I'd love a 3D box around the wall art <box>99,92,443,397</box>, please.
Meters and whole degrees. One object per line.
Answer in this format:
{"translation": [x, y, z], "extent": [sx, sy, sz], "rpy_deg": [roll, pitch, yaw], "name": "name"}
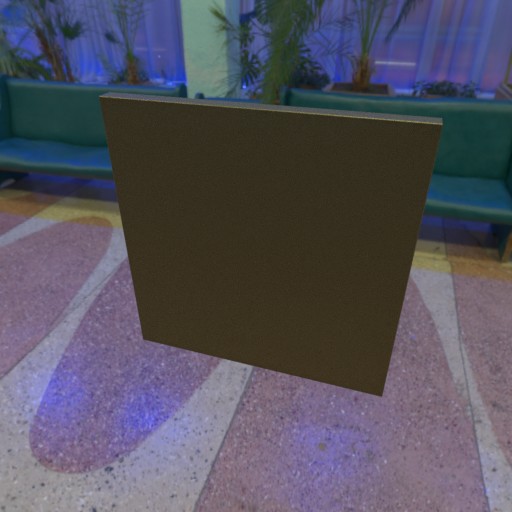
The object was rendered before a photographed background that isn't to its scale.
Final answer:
{"translation": [0.000, 0.000, 0.768], "extent": [0.503, 0.506, 0.031], "rpy_deg": [10, 34, 15], "name": "wall art"}
